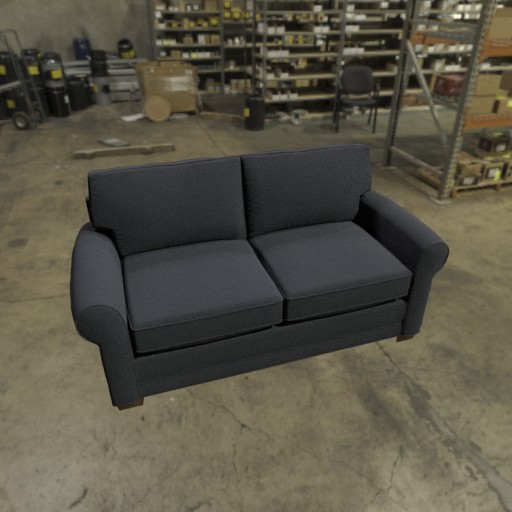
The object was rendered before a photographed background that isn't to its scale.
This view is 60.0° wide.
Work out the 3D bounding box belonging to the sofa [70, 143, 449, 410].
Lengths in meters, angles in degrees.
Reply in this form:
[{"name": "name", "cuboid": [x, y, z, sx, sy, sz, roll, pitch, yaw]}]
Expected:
[{"name": "sofa", "cuboid": [0.000, 0.000, 2.595, 2.009, 1.031, 0.951, -10, 32, -16]}]
